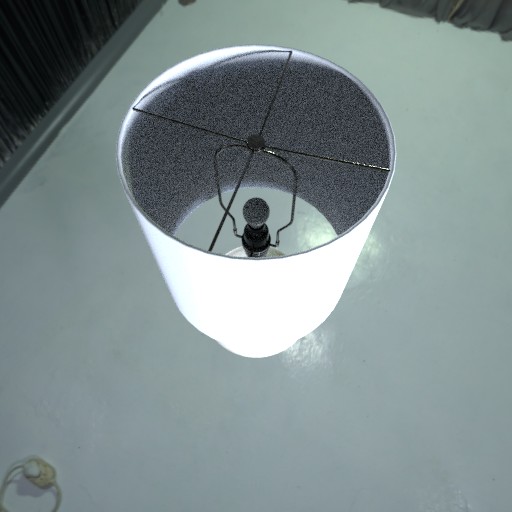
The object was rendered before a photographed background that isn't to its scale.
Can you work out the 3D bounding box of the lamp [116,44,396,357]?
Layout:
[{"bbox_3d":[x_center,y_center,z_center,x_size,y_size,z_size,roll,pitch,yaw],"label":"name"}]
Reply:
[{"bbox_3d":[0.000,0.000,0.525,0.217,0.404,0.217,16,64,8],"label":"lamp"}]
